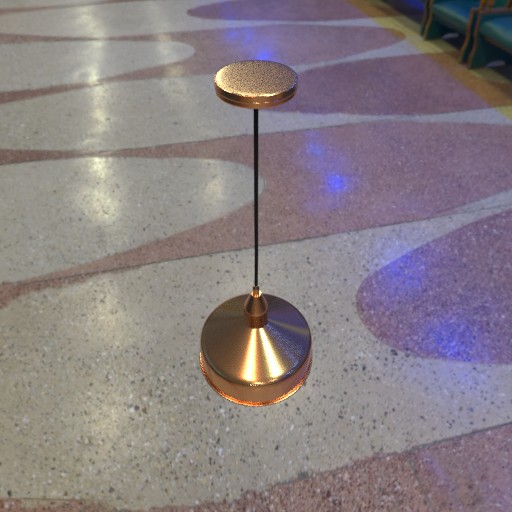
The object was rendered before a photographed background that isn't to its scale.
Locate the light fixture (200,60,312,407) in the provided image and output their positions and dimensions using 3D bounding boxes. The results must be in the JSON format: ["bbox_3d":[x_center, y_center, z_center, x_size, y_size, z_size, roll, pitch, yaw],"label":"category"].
[{"bbox_3d":[0.000,0.000,0.921,0.301,0.754,0.301,-9,46,-9],"label":"light fixture"}]
